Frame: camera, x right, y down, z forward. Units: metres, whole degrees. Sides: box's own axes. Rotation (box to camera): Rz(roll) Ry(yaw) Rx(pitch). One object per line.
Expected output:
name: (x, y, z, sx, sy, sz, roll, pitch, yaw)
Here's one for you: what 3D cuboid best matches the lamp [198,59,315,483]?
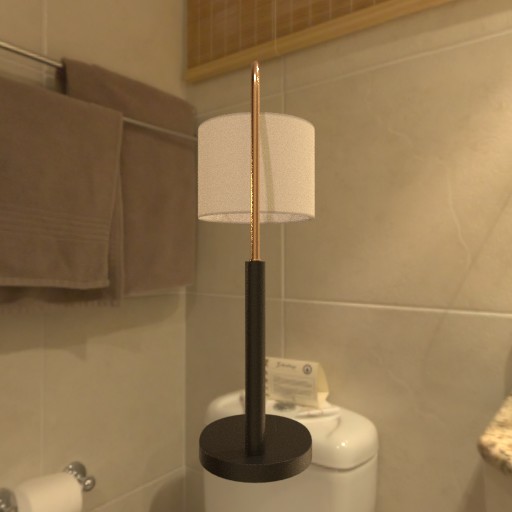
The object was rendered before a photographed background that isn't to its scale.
lamp: (0.000, 0.000, 0.695, 0.199, 0.540, 0.337, 0, 0, 0)
